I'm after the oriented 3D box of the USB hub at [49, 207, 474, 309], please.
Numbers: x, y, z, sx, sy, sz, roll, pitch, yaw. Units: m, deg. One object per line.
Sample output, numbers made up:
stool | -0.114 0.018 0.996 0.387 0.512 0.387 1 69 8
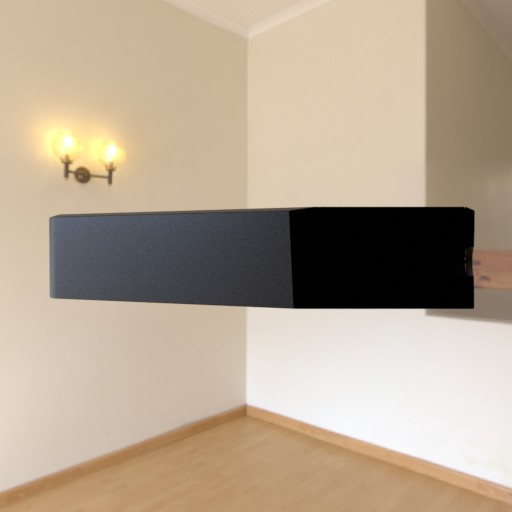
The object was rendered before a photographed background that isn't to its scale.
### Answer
USB hub | 0.000 0.000 0.126 0.110 0.023 0.044 0 1 18
